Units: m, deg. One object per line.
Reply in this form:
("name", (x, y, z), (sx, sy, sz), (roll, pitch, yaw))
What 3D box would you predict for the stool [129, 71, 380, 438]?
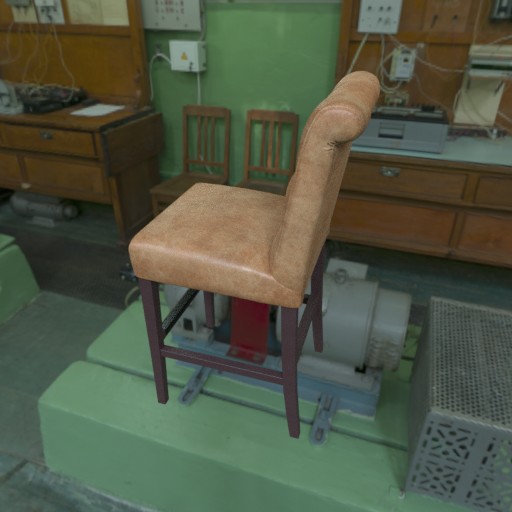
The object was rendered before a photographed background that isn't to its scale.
("stool", (0.000, 0.000, 1.388), (0.601, 1.047, 0.493), (9, 32, 15))
